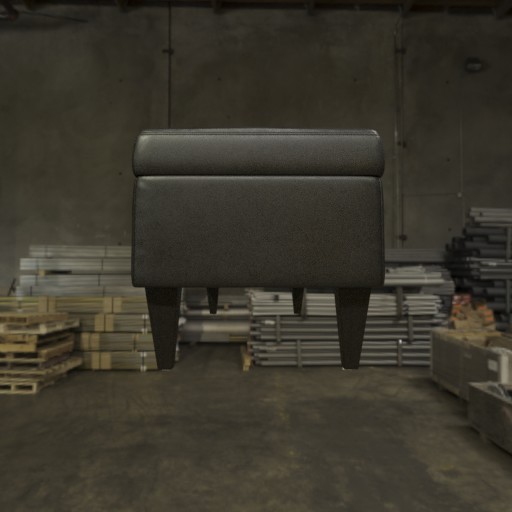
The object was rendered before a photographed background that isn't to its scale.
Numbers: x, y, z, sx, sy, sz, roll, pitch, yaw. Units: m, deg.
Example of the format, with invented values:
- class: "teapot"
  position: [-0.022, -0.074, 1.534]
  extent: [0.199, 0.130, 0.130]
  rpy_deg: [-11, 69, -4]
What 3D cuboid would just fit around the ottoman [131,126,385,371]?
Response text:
- class: "ottoman"
  position: [0.000, 0.000, 1.379]
  extent: [0.482, 0.469, 1.151]
  rpy_deg: [0, -2, 0]
